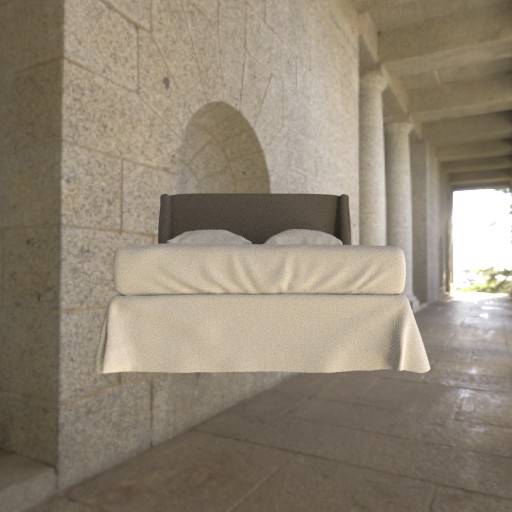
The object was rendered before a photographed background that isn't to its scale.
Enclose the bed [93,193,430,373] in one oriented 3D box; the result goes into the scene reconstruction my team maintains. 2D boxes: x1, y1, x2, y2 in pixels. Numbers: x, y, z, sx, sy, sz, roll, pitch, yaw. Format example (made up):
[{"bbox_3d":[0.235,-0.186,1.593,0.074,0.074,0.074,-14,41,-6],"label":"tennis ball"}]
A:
[{"bbox_3d":[0.000,0.000,3.461,1.925,1.332,2.276,0,-1,-1],"label":"bed"}]
